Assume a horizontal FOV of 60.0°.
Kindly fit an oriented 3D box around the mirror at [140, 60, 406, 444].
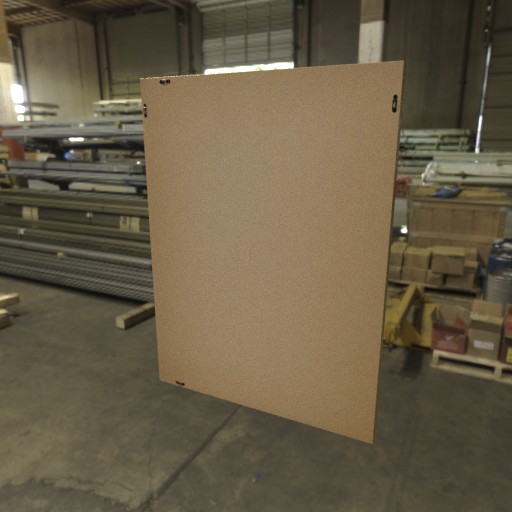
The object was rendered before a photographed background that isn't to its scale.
[{"bbox_3d":[0.000,0.000,1.312,0.762,1.016,0.040,8,17,26],"label":"mirror"}]
